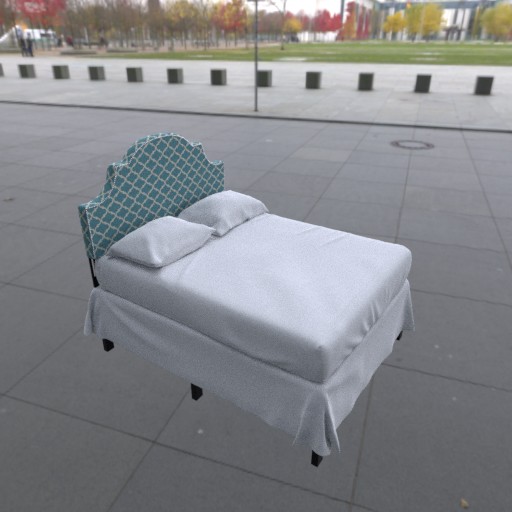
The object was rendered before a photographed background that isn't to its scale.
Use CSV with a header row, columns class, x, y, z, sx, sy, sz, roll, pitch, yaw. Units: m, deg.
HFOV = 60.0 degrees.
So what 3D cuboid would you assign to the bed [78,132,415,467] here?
class,x,y,z,sx,sy,sz,roll,pitch,yaw
bed,0.000,0.000,3.398,2.222,1.633,1.780,17,31,30
